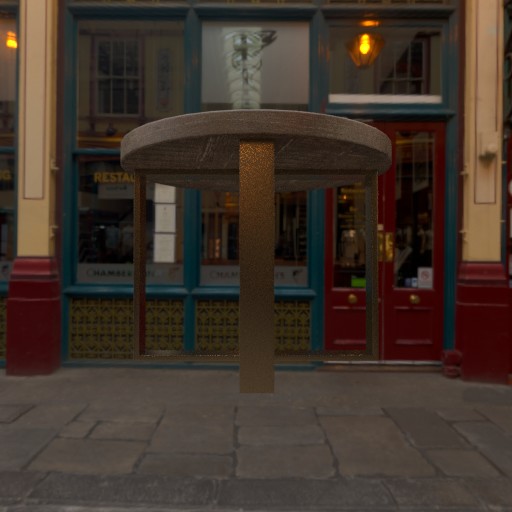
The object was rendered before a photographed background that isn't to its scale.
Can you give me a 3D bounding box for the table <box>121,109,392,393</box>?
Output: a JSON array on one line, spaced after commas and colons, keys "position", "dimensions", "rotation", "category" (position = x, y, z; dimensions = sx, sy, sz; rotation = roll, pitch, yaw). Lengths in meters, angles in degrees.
[{"position": [0.000, 0.000, 0.950], "dimensions": [0.557, 0.437, 0.557], "rotation": [0, -1, 0], "category": "table"}]
